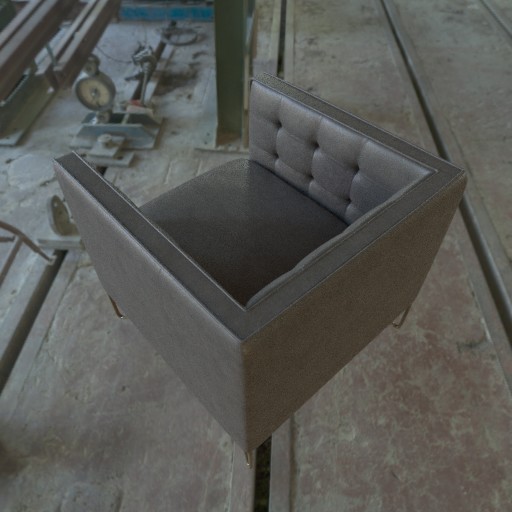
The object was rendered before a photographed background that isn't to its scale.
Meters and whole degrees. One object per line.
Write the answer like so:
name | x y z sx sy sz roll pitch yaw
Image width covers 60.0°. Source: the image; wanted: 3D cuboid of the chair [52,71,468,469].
chair | 0.000 0.000 1.554 0.880 0.790 0.894 -34 56 -27
